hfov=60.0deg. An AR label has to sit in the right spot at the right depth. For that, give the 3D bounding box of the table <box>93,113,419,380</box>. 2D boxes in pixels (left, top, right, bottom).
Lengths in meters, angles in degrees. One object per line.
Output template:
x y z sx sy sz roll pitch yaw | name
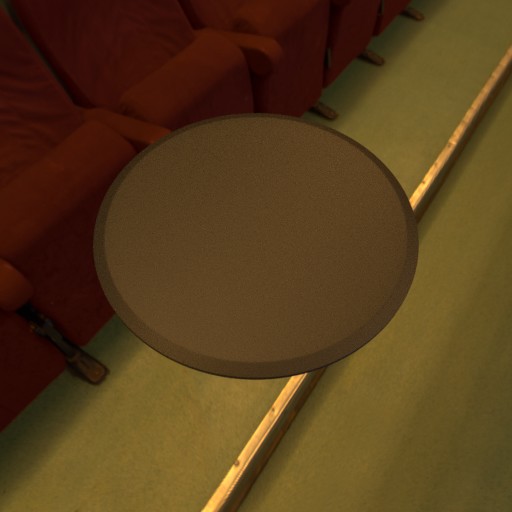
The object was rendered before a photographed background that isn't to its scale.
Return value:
0.000 0.000 1.408 0.900 0.400 0.900 0 57 0 | table
